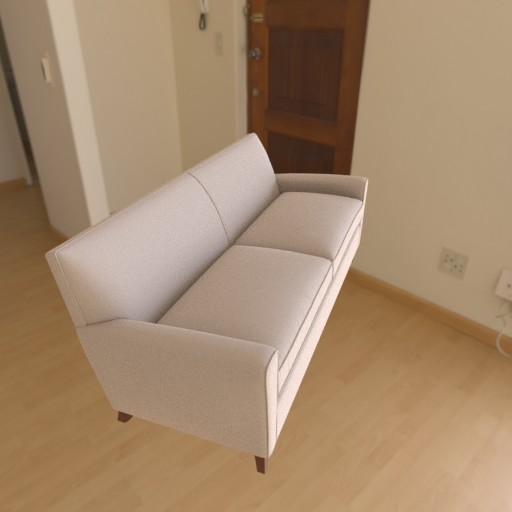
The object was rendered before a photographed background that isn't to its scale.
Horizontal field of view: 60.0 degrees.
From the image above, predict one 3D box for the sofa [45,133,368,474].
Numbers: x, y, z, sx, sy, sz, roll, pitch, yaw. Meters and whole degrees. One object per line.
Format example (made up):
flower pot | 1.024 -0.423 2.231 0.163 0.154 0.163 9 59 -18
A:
sofa | 0.000 0.000 2.409 0.875 0.846 2.000 11 31 19
